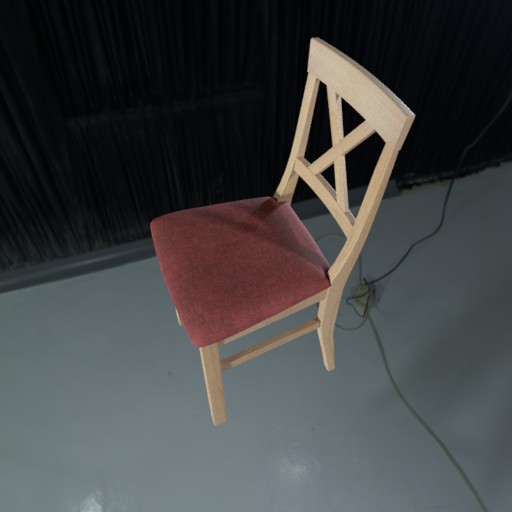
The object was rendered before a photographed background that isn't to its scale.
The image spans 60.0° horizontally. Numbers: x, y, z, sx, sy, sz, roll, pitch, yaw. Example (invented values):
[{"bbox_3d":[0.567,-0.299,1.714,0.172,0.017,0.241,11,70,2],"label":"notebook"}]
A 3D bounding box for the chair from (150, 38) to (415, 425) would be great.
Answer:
[{"bbox_3d":[0.000,0.000,1.171,0.492,0.912,0.439,-17,50,-15],"label":"chair"}]
